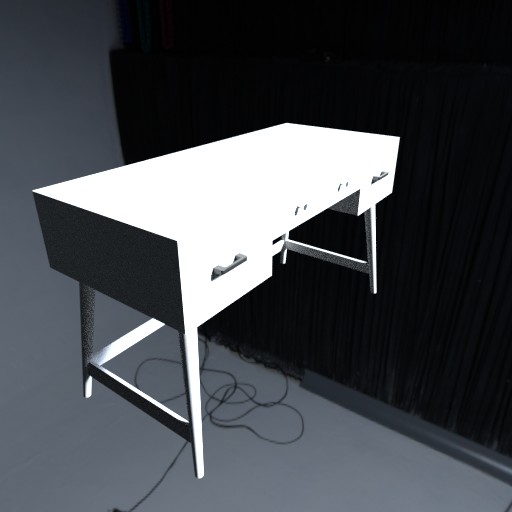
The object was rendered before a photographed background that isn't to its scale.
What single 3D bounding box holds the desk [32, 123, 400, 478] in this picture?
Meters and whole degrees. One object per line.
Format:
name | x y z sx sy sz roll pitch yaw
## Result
desk | 0.000 0.000 1.727 0.589 0.762 1.313 18 32 32
